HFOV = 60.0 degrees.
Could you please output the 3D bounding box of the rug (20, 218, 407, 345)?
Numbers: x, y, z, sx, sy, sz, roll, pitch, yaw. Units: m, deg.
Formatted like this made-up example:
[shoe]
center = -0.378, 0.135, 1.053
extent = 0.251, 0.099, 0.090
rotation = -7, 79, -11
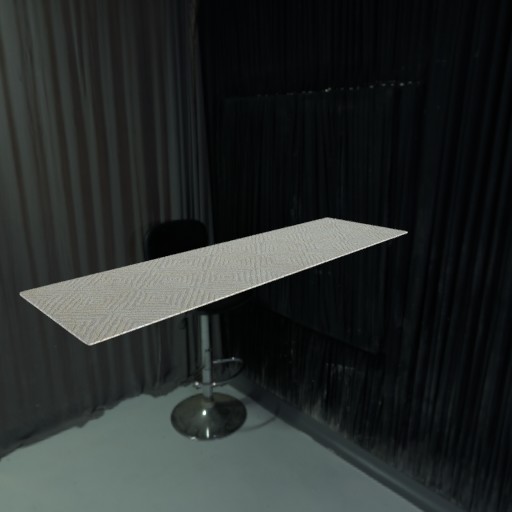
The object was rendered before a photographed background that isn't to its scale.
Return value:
[rug]
center = 0.000, 0.000, 2.489
extent = 0.676, 0.008, 2.277
rotation = 16, 23, 42
